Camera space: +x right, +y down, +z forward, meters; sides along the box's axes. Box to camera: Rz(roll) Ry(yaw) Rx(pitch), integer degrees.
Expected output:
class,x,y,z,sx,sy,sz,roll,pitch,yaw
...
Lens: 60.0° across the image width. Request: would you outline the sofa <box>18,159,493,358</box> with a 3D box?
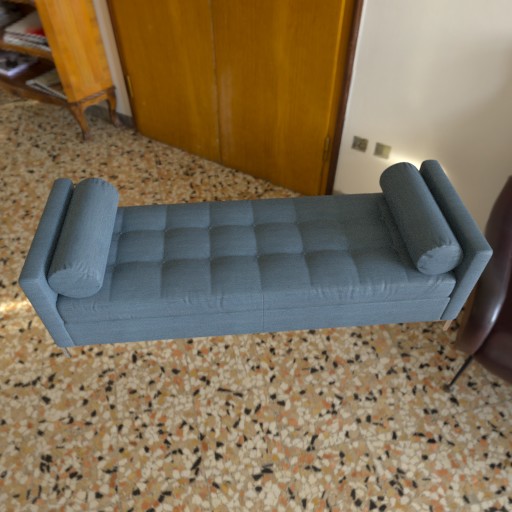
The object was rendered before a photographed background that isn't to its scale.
class,x,y,z,sx,sy,sz,roll,pitch,yaw
sofa,0.000,0.000,2.275,1.981,0.635,0.686,-3,47,-3
